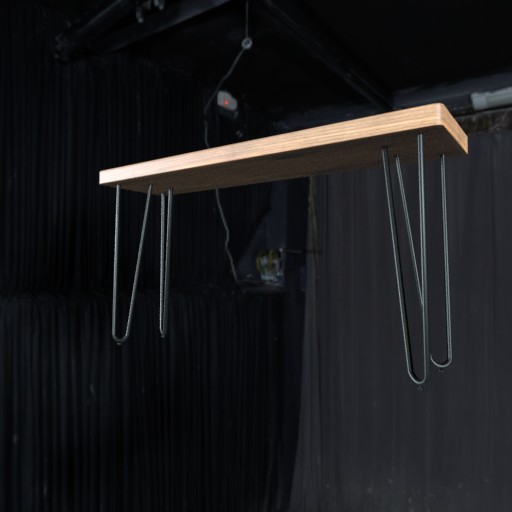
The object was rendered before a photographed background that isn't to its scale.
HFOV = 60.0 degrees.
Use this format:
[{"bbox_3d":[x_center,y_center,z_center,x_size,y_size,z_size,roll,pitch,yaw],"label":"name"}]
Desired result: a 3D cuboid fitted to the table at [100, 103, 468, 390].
[{"bbox_3d":[0.000,0.000,1.856,1.570,0.834,0.425,-1,-2,35],"label":"table"}]
